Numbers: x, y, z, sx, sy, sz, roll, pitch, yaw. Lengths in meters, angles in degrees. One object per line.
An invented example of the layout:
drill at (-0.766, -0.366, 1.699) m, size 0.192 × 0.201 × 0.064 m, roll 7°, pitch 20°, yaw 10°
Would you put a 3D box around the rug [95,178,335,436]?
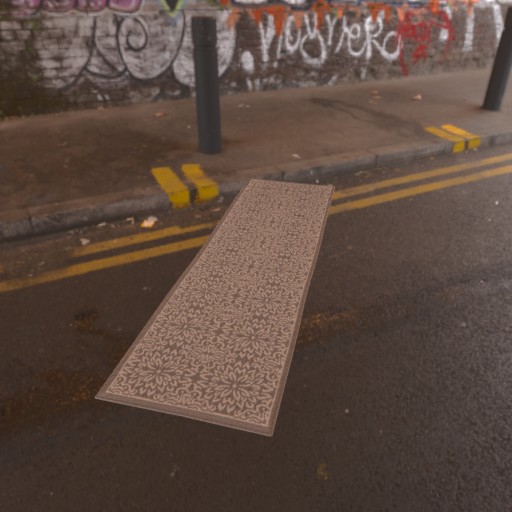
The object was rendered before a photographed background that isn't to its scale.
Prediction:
rug at (0.000, 0.000, 2.450) m, size 0.662 × 0.011 × 2.196 m, roll 8°, pitch 32°, yaw 12°
